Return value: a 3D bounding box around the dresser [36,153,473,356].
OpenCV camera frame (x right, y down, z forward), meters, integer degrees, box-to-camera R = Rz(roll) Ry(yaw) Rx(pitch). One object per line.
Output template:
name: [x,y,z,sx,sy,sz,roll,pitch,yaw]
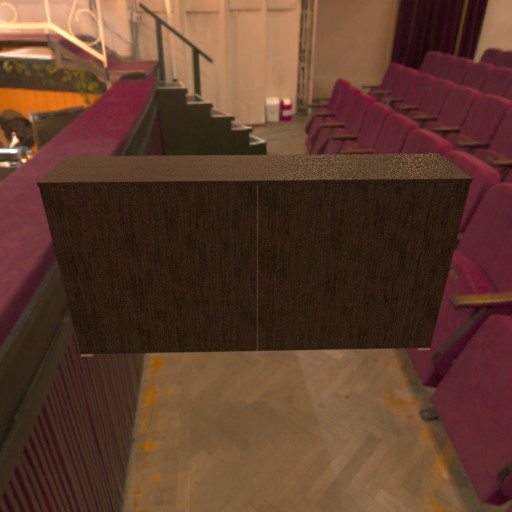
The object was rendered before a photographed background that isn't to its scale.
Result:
dresser: [0.000,0.000,1.895,1.535,0.790,0.333,-1,29,-1]
